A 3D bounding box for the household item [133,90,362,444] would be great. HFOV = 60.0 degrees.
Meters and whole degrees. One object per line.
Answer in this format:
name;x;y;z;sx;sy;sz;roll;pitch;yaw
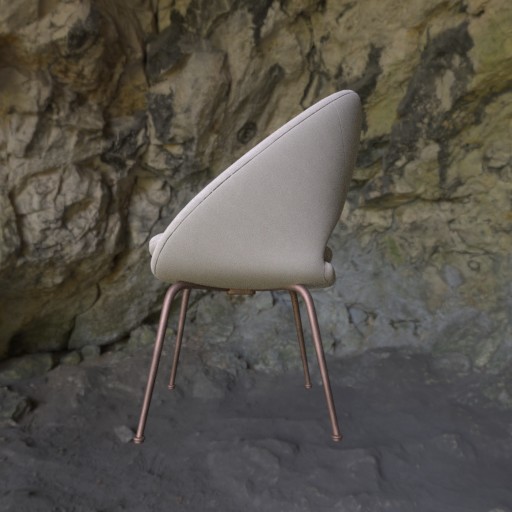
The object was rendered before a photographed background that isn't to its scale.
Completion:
household item;0.000;0.000;1.245;0.573;0.852;0.623;0;-2;-2
